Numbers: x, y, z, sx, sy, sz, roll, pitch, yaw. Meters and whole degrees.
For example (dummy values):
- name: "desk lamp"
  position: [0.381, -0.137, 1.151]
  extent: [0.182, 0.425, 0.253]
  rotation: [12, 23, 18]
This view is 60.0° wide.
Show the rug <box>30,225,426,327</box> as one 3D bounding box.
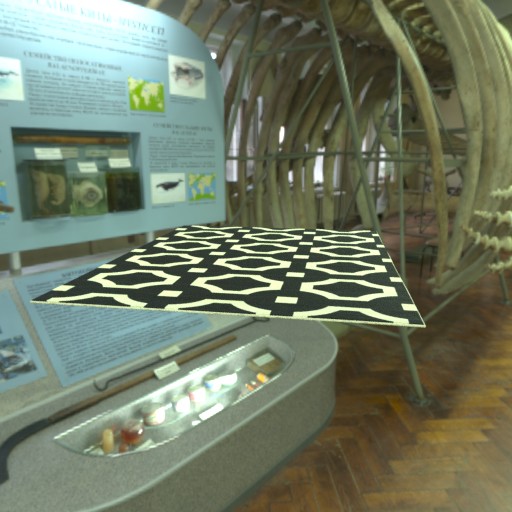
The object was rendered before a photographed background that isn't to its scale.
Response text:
- name: "rug"
  position: [0.000, 0.000, 4.146]
  extent: [2.466, 0.021, 3.049]
  rotation: [2, 13, 10]
